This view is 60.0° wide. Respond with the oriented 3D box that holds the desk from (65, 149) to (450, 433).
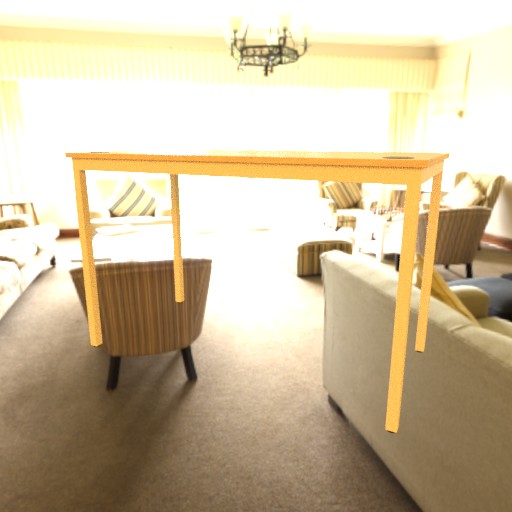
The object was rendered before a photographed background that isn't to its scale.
[{"bbox_3d":[0.000,0.000,1.638,1.200,0.750,0.600,8,17,26],"label":"desk"}]
